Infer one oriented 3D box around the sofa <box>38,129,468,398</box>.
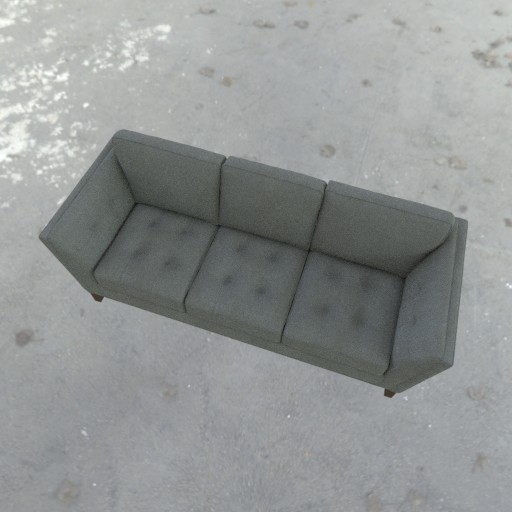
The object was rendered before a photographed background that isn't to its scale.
[{"bbox_3d":[0.000,0.000,2.892,2.387,0.940,0.965,16,59,10],"label":"sofa"}]
